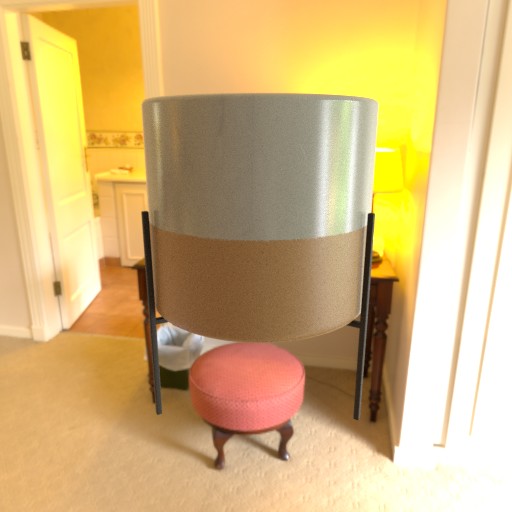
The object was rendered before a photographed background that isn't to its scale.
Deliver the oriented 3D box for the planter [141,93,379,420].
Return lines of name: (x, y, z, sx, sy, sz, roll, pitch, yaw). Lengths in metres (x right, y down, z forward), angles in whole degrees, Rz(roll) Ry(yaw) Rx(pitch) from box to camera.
planter: (0.000, 0.000, 0.724, 0.360, 0.480, 0.348, -8, 18, -27)
